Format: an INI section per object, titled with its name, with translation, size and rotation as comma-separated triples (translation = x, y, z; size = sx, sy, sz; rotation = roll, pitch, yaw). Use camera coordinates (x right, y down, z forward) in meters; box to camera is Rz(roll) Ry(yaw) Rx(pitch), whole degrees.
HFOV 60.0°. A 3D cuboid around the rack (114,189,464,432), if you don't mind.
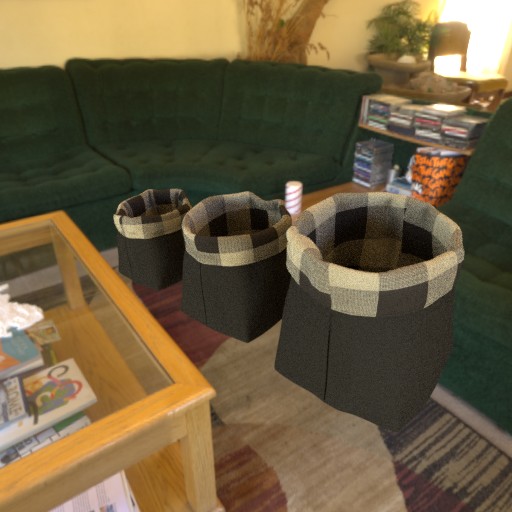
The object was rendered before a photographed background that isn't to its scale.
[rack]
translation = 0.000, 0.000, 1.038
size = 0.889, 0.329, 0.370
rotation = 20, 36, 31
